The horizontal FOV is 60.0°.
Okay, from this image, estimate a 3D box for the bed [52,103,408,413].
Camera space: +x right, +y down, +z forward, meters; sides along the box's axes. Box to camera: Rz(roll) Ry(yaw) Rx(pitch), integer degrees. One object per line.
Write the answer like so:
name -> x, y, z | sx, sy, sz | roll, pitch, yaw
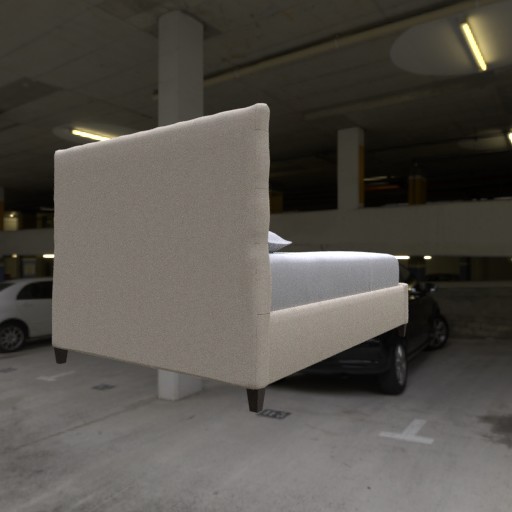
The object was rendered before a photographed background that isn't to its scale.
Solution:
bed -> 0.000, 0.000, 3.452 | 1.698, 1.427, 2.387 | 0, 0, 35
